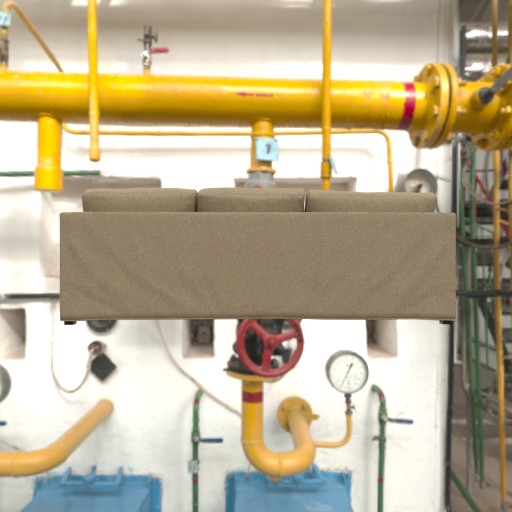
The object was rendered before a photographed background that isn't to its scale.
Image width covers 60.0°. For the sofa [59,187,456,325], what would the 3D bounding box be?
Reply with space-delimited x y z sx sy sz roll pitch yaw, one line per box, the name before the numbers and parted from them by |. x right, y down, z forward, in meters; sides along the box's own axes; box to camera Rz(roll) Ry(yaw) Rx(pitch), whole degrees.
sofa | 0.000 0.000 4.258 2.432 0.871 3.182 0 0 -1
